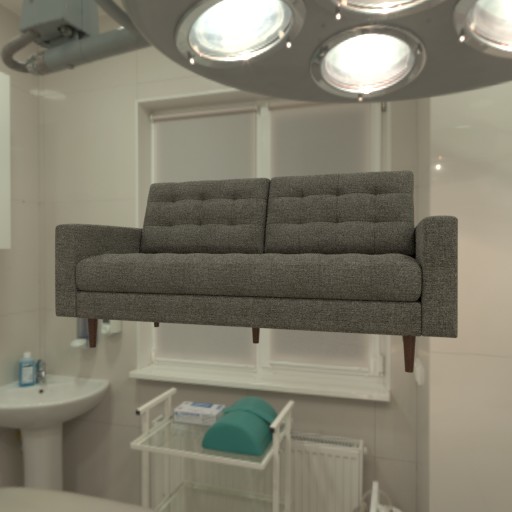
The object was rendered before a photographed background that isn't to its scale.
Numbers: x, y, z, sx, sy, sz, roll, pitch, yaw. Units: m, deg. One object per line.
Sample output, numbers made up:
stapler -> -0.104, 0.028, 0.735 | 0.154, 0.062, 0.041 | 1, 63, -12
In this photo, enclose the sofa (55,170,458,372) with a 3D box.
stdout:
sofa -> 0.000, 0.000, 2.294 | 1.821, 0.902, 0.863 | 0, 1, 17
